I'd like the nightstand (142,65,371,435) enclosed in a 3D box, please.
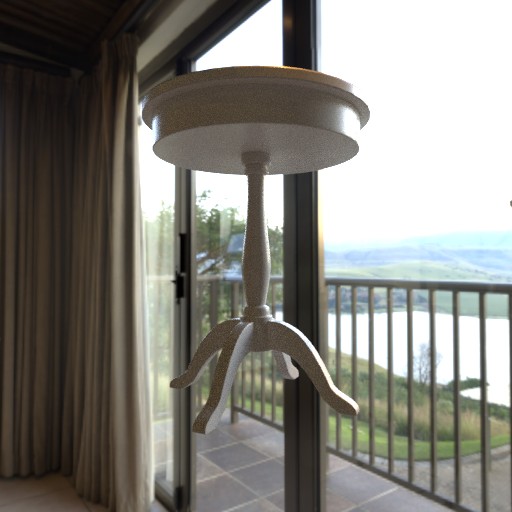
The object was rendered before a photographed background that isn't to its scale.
[{"bbox_3d":[0.000,0.000,1.018,0.513,0.653,0.513,-1,-1,36],"label":"nightstand"}]
